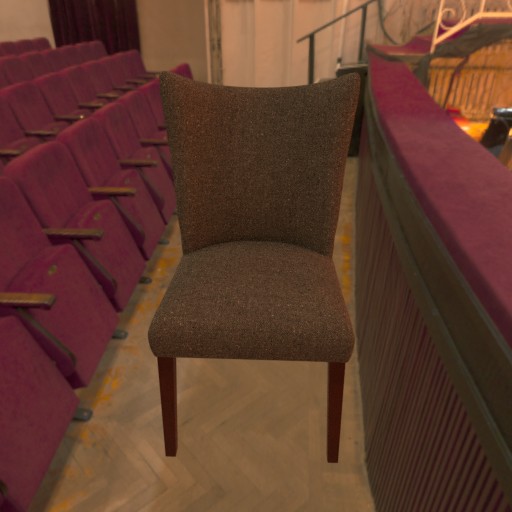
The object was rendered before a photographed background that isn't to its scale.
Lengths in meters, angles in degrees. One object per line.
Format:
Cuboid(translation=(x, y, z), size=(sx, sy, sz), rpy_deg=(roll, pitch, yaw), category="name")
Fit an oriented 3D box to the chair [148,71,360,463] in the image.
Cuboid(translation=(0.000, 0.000, 1.245), size=(0.535, 0.924, 0.623), rpy_deg=(1, 29, 2), category="chair")
